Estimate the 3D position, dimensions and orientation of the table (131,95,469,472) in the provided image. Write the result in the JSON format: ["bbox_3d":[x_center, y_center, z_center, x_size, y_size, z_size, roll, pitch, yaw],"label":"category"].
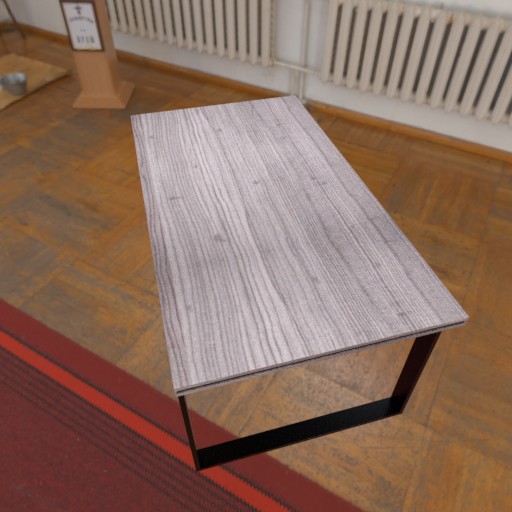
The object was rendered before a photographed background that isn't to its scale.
[{"bbox_3d":[0.000,0.000,2.038,0.881,0.736,1.579,-11,45,-11],"label":"table"}]
